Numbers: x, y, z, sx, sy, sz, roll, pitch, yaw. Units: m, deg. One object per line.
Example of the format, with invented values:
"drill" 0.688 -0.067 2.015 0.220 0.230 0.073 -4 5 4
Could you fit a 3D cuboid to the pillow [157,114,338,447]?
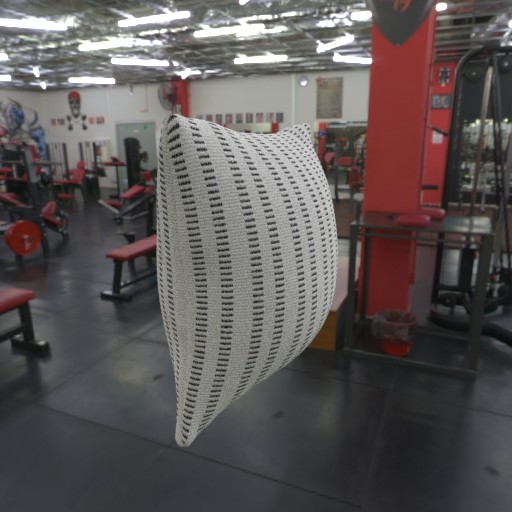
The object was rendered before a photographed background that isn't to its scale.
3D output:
"pillow" 0.000 0.000 0.711 0.247 0.419 0.438 7 17 25
